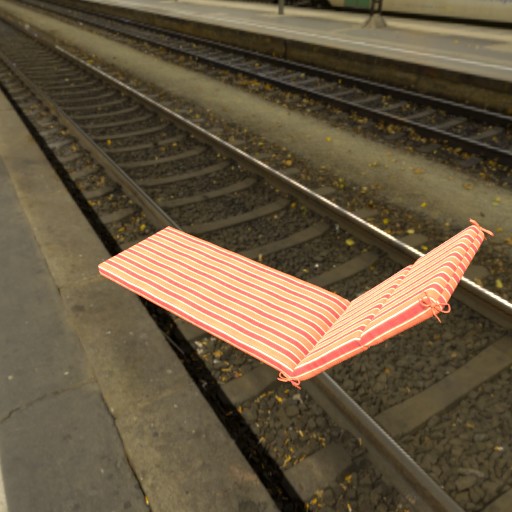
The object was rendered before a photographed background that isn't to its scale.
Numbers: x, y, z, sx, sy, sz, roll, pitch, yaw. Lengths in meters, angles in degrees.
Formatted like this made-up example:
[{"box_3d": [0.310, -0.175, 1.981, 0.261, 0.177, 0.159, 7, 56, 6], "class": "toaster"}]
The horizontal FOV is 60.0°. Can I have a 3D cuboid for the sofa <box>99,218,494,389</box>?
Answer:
[{"box_3d": [0.000, 0.000, 1.919, 1.663, 0.622, 0.582, 22, 39, 30], "class": "sofa"}]
